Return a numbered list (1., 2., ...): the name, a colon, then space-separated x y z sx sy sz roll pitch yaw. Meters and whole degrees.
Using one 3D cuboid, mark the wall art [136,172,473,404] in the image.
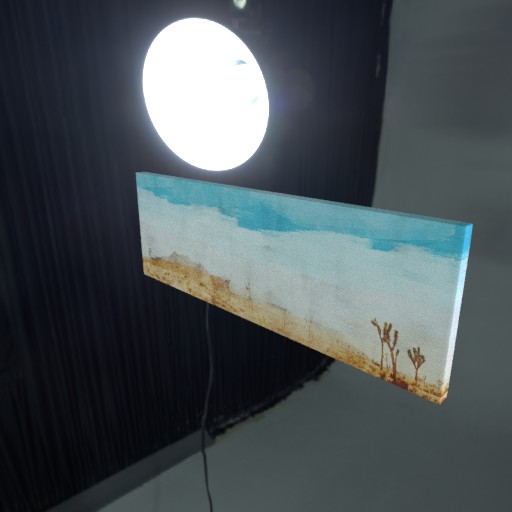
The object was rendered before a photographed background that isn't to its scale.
1. wall art: 0.000 0.000 0.844 0.759 0.254 0.044 17 24 42
